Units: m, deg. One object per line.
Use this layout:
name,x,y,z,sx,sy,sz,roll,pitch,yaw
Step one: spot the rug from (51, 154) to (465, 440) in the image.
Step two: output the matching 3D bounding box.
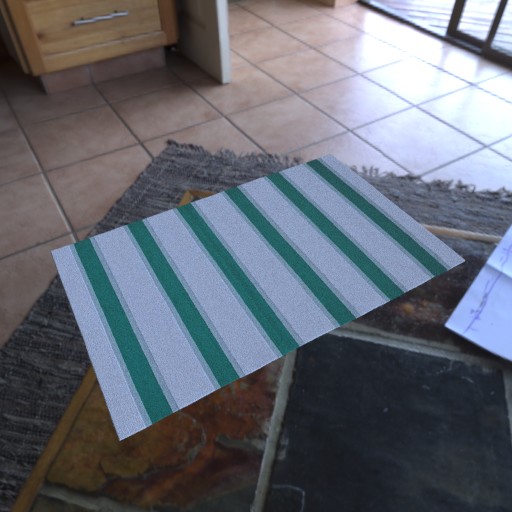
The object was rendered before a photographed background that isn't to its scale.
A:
rug,0.000,0.000,3.060,2.436,0.015,1.521,-23,50,-21
